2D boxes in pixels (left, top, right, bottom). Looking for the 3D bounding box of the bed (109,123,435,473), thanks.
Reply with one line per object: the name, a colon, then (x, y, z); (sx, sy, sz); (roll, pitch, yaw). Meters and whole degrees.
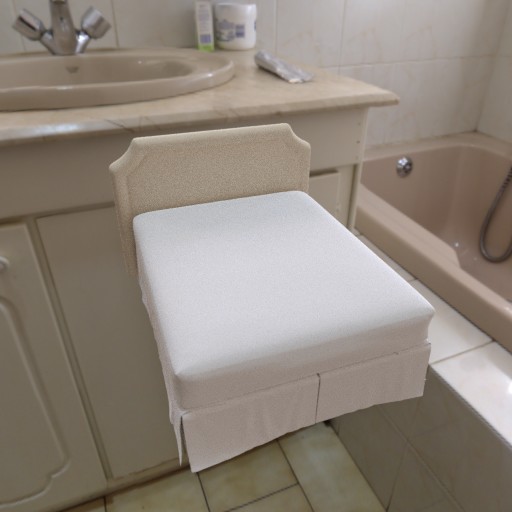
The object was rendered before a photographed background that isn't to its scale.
bed: (0.000, 0.000, 3.275); (1.827, 1.296, 2.209); (-11, 33, -17)
